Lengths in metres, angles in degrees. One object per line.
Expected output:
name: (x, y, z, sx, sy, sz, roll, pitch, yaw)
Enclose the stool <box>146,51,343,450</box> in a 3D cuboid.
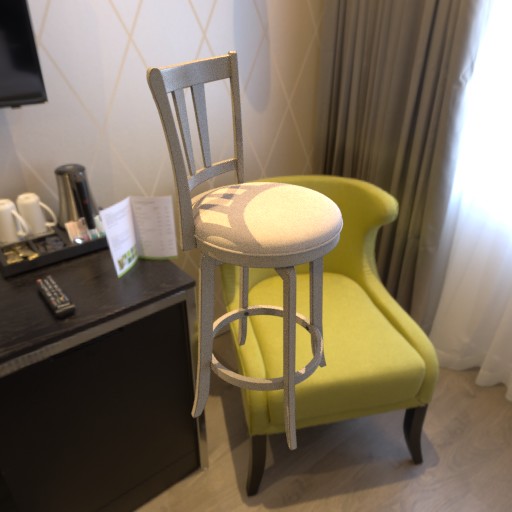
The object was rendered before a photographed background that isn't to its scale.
stool: (0.000, 0.000, 1.287, 0.475, 1.042, 0.436, 11, 31, 18)
